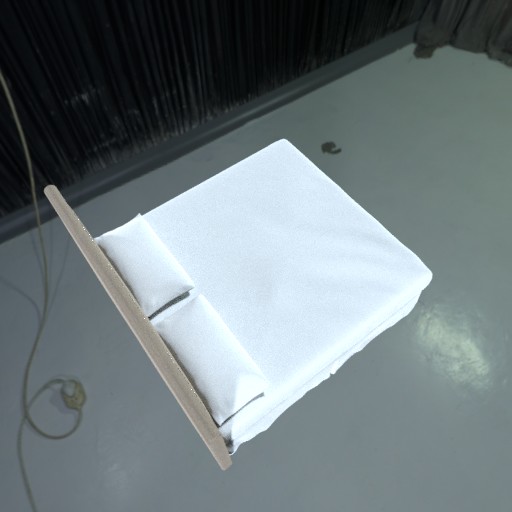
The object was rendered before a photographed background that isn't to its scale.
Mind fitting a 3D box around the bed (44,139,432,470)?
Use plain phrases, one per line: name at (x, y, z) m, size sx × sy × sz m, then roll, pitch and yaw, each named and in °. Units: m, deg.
bed at (0.000, 0.000, 3.513) m, size 2.182 × 1.421 × 2.083 m, roll -33°, pitch 64°, yaw -18°
